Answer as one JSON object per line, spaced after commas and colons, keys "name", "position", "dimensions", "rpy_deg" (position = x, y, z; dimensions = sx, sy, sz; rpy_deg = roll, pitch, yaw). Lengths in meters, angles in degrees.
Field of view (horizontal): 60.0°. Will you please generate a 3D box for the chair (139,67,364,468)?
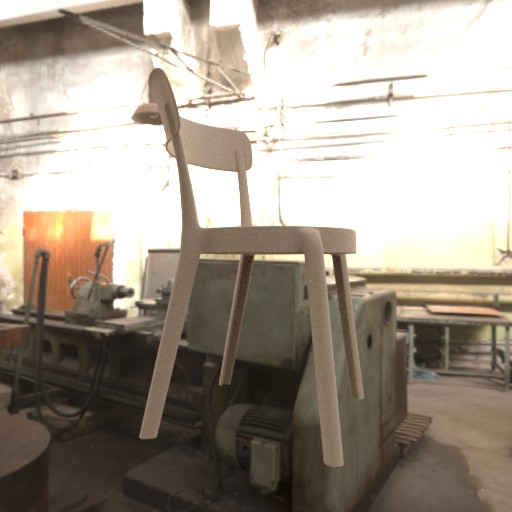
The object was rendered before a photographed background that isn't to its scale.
{"name": "chair", "position": [0.000, 0.000, 1.110], "dimensions": [0.491, 0.790, 0.506], "rpy_deg": [0, 0, 19]}
